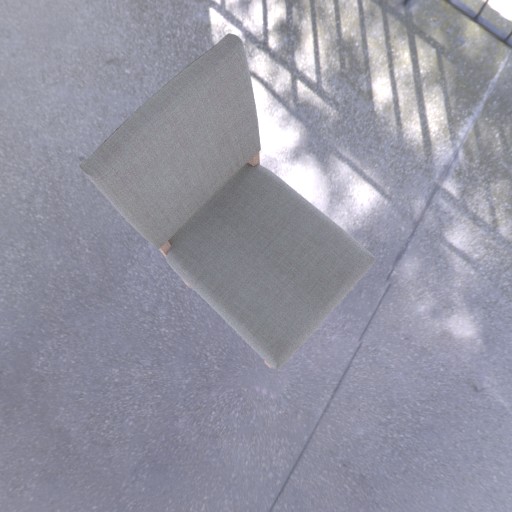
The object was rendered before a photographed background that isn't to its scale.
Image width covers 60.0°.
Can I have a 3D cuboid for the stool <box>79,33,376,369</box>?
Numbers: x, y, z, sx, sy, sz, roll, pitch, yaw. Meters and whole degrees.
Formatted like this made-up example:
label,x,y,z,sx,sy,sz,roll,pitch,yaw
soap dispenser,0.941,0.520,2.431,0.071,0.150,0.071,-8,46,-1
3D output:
label,x,y,z,sx,sy,sz,roll,pitch,yaw
stool,0.000,0.000,1.424,0.585,1.173,0.445,42,79,10
